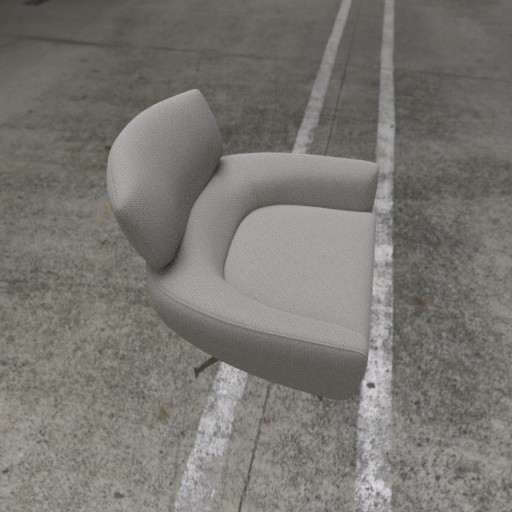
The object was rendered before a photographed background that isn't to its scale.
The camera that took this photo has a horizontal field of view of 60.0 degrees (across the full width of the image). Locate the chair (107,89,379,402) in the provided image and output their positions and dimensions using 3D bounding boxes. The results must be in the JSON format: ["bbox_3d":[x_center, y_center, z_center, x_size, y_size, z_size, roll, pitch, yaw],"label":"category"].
[{"bbox_3d":[0.000,0.000,1.379,0.730,0.810,0.760,9,48,9],"label":"chair"}]
